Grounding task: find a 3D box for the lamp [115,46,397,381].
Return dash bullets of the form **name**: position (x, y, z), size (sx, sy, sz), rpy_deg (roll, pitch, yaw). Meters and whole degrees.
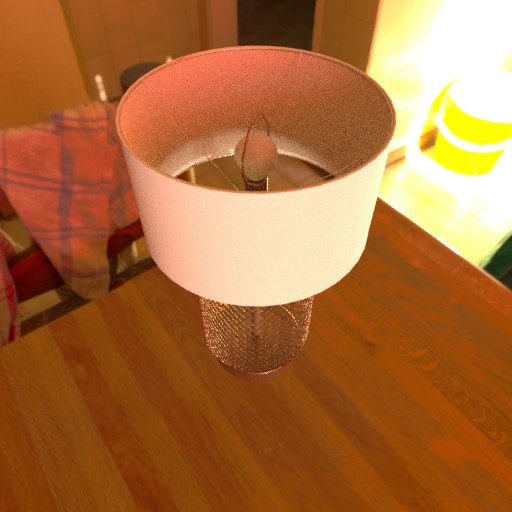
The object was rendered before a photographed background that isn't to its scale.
- **lamp**: position (0.000, 0.000, 0.780), size (0.353, 0.578, 0.353), rpy_deg (0, 48, 0)
